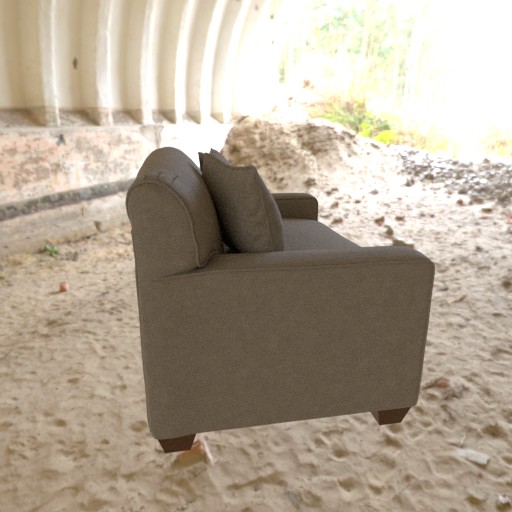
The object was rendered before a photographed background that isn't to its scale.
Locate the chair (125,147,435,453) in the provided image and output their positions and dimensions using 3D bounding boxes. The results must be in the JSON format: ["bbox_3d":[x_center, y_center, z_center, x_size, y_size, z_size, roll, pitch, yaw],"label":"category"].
[{"bbox_3d":[0.000,0.000,2.035,0.992,0.953,1.395,-3,17,-10],"label":"chair"}]
